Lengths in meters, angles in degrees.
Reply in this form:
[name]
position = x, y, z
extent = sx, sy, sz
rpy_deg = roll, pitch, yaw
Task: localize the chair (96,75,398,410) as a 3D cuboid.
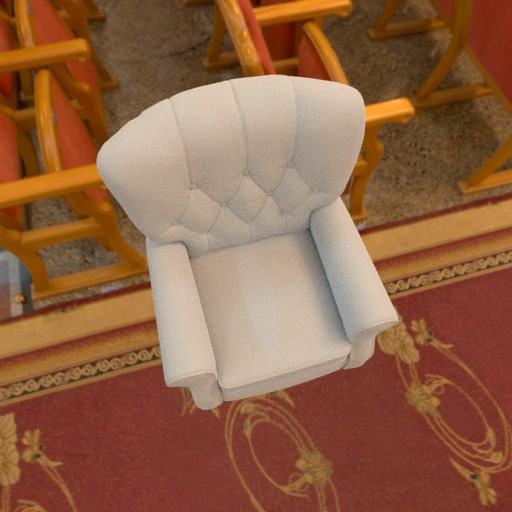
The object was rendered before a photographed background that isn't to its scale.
[chair]
position = 0.000, 0.000, 2.083
extent = 1.090, 1.217, 1.128
rpy_deg = -14, 65, -6
